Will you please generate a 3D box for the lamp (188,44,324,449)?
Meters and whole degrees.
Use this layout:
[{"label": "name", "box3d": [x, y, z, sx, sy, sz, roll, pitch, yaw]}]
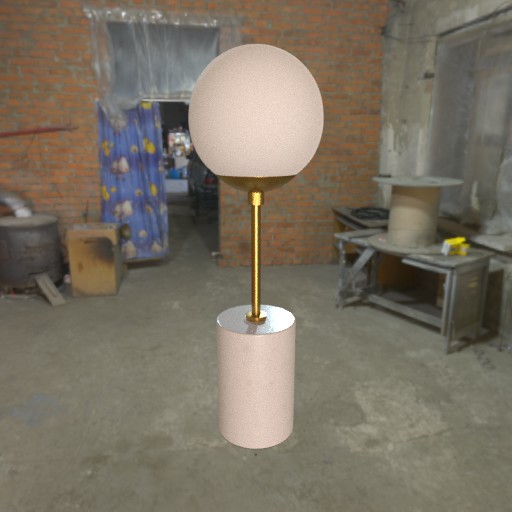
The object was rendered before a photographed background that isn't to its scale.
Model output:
[{"label": "lamp", "box3d": [0.000, 0.000, 0.549, 0.153, 0.480, 0.153, 0, 15, 0]}]
